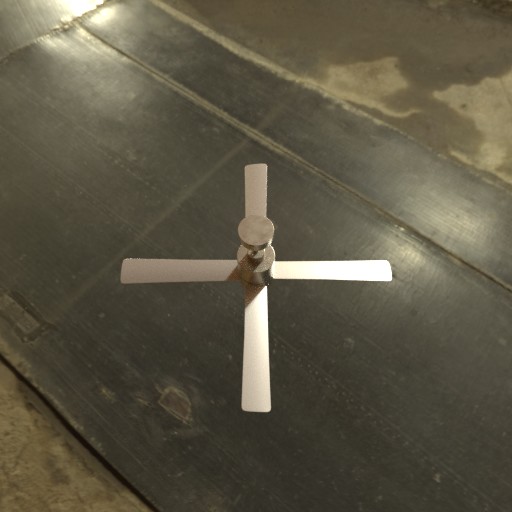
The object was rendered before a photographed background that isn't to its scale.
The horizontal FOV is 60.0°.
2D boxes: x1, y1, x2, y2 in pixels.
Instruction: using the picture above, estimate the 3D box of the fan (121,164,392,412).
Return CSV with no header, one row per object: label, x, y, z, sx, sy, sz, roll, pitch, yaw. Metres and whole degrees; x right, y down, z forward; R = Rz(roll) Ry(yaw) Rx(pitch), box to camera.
fan,0.000,0.000,2.353,1.525,0.539,1.525,0,62,0
